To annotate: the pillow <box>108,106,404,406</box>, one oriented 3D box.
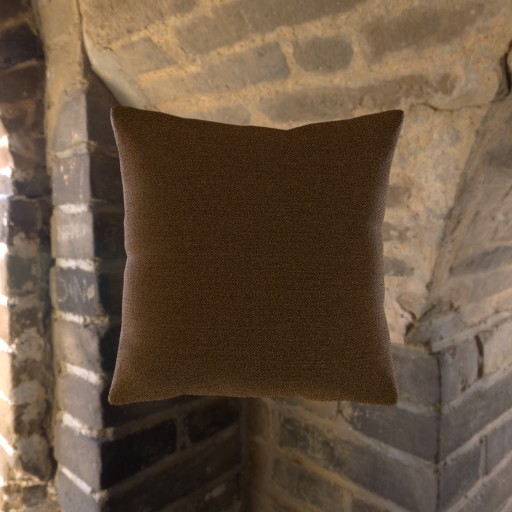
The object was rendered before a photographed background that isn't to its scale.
[{"bbox_3d":[0.000,0.000,0.655,0.432,0.437,0.147,0,0,-1],"label":"pillow"}]
